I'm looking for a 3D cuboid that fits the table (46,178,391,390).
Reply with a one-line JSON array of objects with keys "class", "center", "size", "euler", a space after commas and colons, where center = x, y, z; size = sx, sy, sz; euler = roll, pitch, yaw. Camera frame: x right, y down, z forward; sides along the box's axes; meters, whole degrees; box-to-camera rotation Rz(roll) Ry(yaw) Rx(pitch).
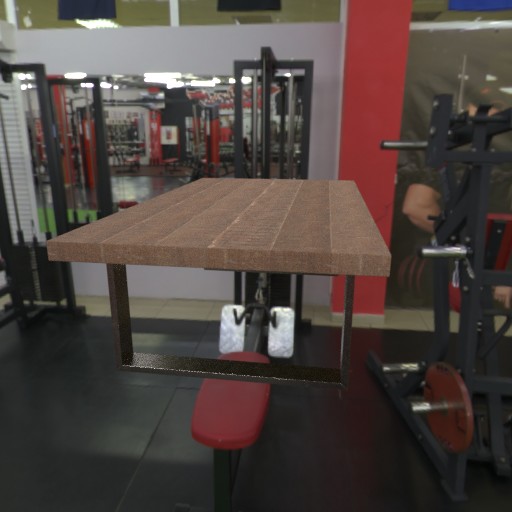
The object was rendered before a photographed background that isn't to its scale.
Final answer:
[{"class": "table", "center": [0.000, 0.000, 1.726], "size": [0.800, 0.440, 1.400], "euler": [2, 16, 8]}]
